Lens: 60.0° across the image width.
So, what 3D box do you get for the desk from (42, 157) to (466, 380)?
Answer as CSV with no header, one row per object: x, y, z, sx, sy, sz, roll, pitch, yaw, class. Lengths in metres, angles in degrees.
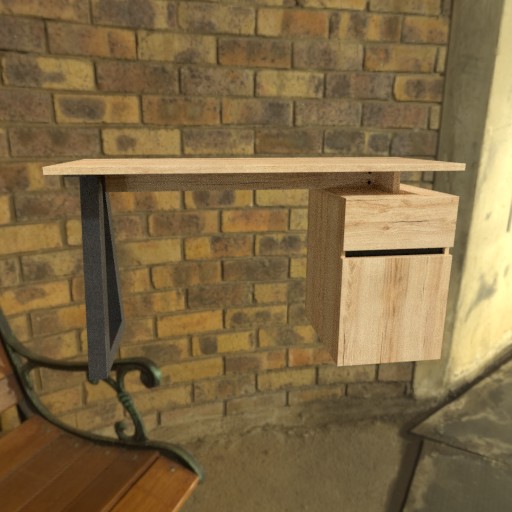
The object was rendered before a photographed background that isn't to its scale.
0.000,0.000,1.814,1.400,0.760,0.550,-2,15,-8,desk
